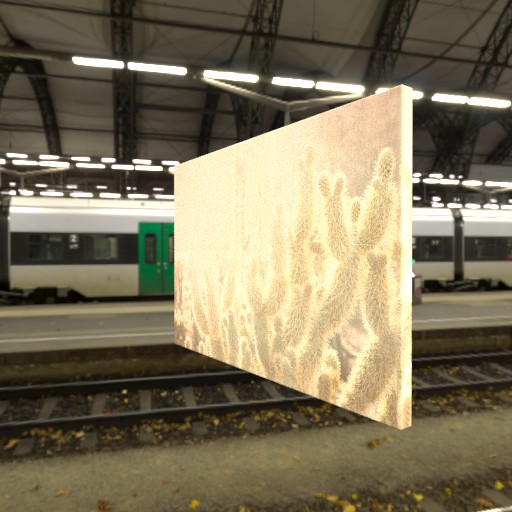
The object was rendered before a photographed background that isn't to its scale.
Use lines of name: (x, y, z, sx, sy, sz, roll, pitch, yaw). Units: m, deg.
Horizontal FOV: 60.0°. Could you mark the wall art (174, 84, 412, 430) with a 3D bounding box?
wall art: (0.000, 0.000, 1.444, 0.041, 0.758, 1.142, 0, 1, -36)
